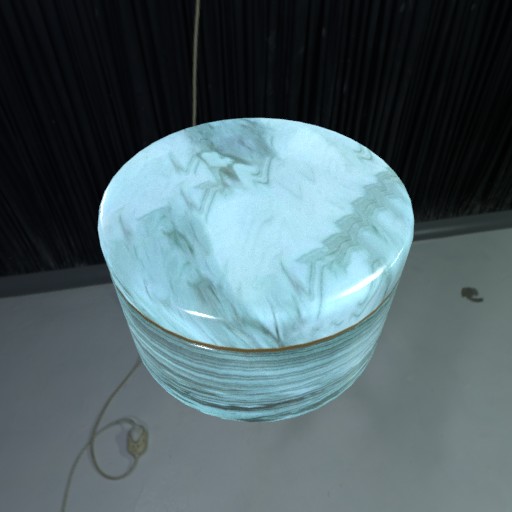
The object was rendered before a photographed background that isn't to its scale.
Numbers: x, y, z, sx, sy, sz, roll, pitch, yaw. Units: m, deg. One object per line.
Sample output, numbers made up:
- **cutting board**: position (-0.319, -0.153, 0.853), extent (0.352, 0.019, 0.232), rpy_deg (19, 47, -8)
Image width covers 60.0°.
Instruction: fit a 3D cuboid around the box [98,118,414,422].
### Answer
- **box**: position (0.000, 0.000, 0.165), extent (0.101, 0.063, 0.101), rpy_deg (0, 46, 0)
